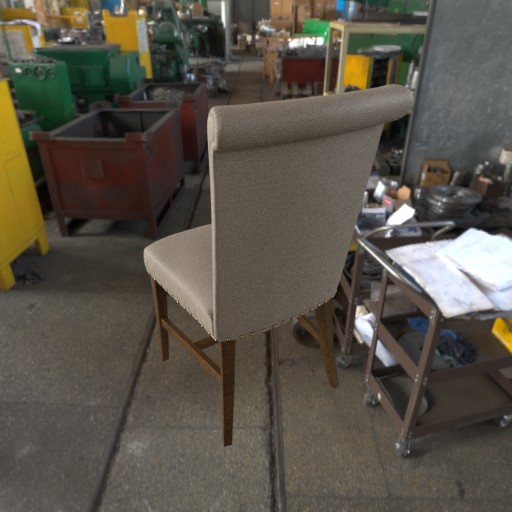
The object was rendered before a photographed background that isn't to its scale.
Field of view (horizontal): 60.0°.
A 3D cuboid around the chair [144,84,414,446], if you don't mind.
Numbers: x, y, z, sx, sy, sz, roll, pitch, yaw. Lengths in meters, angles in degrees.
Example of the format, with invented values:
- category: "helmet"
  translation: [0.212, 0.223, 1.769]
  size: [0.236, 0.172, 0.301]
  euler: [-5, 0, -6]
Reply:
- category: "chair"
  translation: [0.000, 0.000, 1.324]
  size: [0.513, 0.988, 0.608]
  euler: [-18, 34, -28]
